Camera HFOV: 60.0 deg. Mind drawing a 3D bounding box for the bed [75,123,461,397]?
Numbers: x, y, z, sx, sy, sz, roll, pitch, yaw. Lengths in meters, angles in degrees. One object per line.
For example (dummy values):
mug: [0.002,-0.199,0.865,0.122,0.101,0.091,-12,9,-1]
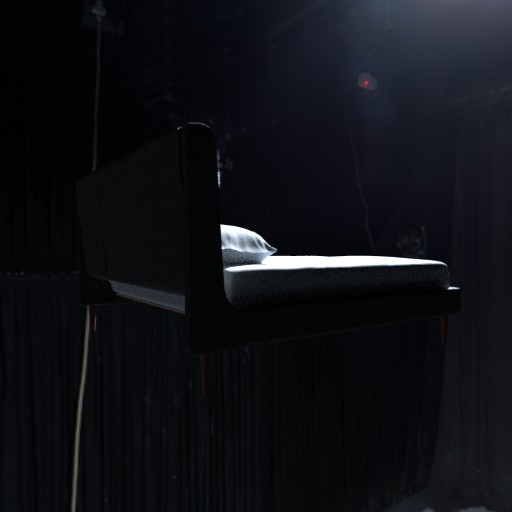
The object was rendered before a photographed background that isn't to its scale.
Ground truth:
bed: [0.000,0.000,2.541,1.638,0.933,1.531,-1,1,-35]
